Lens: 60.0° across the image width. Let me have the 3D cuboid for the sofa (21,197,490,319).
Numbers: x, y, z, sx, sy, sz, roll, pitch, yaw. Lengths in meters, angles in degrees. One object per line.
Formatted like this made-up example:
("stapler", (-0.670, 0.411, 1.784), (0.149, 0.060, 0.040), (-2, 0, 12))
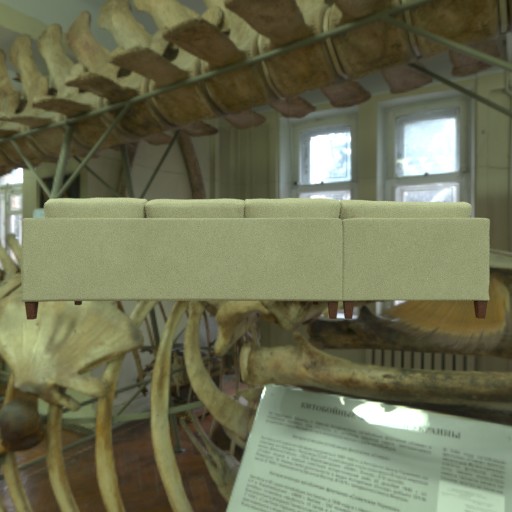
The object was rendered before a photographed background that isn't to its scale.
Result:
("sofa", (0.000, 0.000, 3.796), (3.186, 0.846, 1.625), (0, 0, -1))
